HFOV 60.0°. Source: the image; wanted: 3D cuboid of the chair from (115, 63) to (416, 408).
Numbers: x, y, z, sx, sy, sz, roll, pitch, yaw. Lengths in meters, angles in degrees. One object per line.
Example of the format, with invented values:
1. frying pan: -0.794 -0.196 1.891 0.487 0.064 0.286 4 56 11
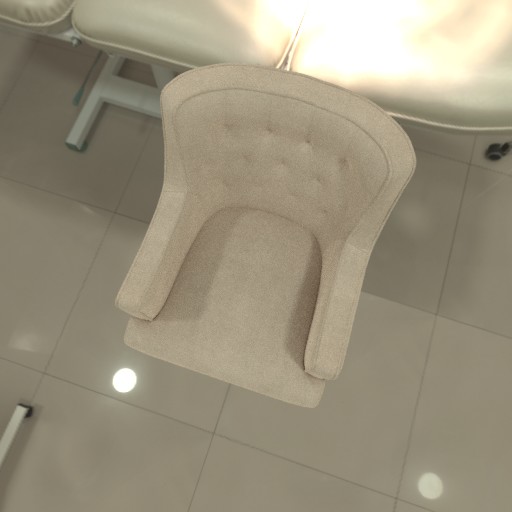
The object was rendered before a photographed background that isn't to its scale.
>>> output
1. chair: 0.000 0.000 1.620 0.781 0.920 0.910 17 75 5
